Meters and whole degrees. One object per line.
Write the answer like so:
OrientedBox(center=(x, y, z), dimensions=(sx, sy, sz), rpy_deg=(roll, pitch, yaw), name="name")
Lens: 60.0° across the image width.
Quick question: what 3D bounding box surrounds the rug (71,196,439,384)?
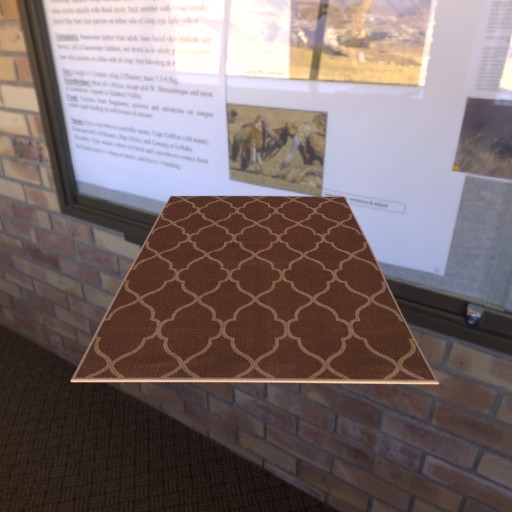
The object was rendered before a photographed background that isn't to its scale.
OrientedBox(center=(0.000, 0.000, 2.836), dimensions=(1.526, 0.014, 2.290), rpy_deg=(0, 27, 0), name="rug")
